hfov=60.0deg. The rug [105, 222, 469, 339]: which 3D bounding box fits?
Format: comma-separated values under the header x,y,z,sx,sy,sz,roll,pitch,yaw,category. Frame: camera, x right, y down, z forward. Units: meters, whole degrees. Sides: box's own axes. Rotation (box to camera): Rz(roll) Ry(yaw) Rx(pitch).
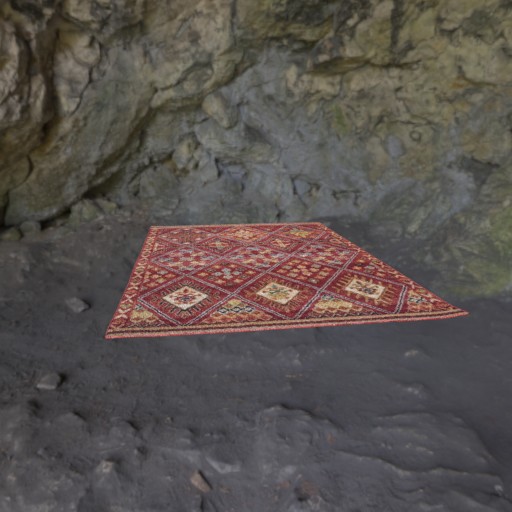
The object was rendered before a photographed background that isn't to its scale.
x,y,z,sx,sy,sz,roll,pitch,yaw,category
0.000,0.000,2.894,1.521,0.026,2.286,-2,15,-8,rug
